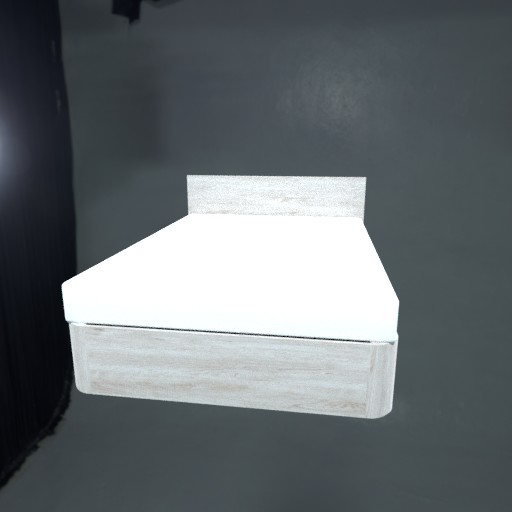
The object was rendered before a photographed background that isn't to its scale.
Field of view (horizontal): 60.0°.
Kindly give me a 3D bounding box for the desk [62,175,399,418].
[{"bbox_3d":[0.000,0.000,2.654,1.400,0.800,1.900,2,15,8],"label":"desk"}]
